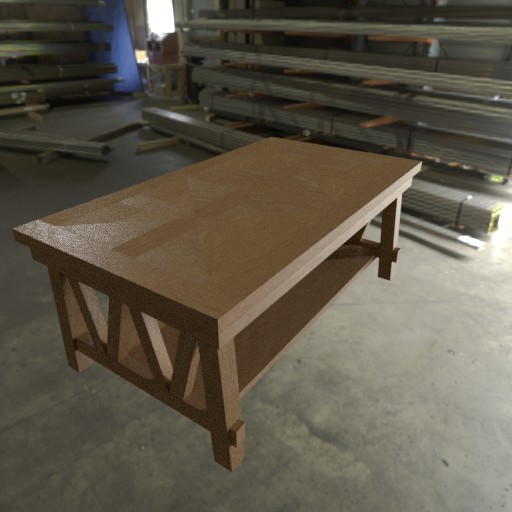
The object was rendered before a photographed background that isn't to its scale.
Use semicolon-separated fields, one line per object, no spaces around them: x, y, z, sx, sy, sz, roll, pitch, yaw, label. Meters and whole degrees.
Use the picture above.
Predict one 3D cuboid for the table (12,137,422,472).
0.000;0.000;1.589;0.711;0.507;1.270;18;33;30;table
